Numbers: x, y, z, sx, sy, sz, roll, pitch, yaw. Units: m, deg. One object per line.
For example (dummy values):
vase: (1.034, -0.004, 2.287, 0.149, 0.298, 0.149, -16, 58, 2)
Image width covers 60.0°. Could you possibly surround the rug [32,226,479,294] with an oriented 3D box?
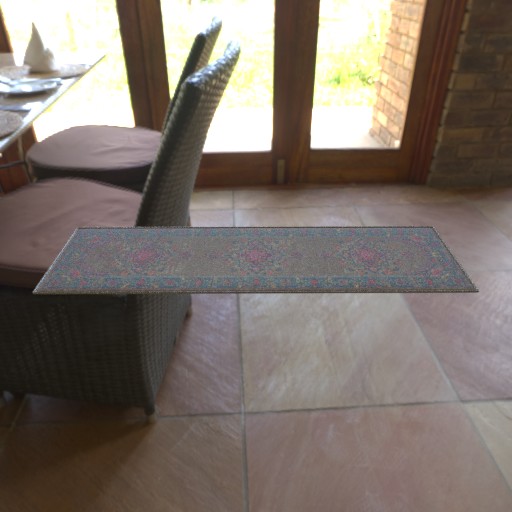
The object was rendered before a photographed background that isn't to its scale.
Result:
rug: (0.000, 0.000, 2.038, 1.827, 0.012, 0.553, 0, 33, 0)
